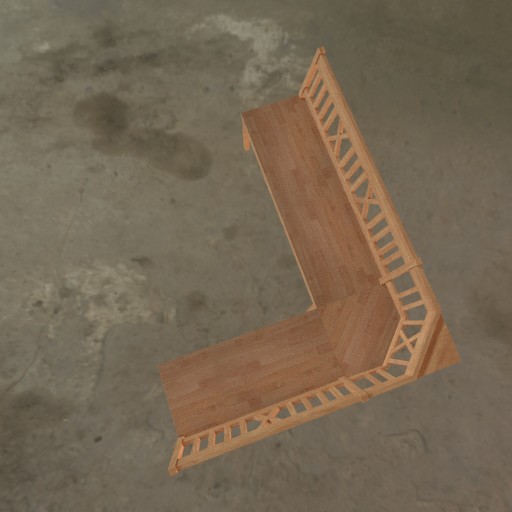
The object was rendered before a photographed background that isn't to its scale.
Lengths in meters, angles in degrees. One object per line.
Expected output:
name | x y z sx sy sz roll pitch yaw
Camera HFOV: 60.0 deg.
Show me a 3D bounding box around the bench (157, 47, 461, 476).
bench | 0.000 0.000 2.781 1.537 0.902 1.937 -19 77 -5
